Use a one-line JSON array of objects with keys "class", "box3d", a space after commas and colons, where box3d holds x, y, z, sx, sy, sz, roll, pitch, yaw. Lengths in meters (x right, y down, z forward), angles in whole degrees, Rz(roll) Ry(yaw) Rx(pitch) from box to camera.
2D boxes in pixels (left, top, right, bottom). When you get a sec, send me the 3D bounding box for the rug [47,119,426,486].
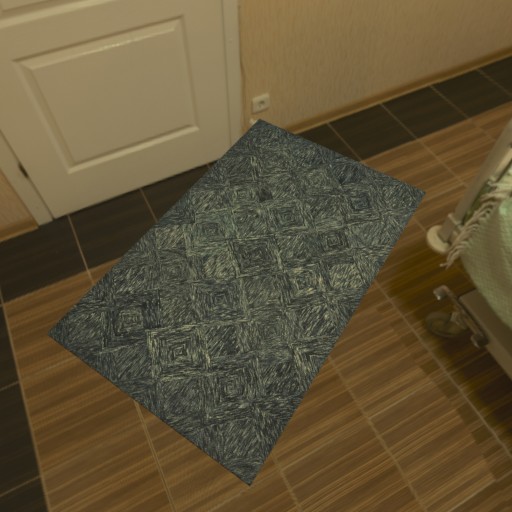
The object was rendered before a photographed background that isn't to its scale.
[{"class": "rug", "box3d": [0.000, 0.000, 2.973, 1.478, 0.017, 2.330, 29, 61, 18]}]
